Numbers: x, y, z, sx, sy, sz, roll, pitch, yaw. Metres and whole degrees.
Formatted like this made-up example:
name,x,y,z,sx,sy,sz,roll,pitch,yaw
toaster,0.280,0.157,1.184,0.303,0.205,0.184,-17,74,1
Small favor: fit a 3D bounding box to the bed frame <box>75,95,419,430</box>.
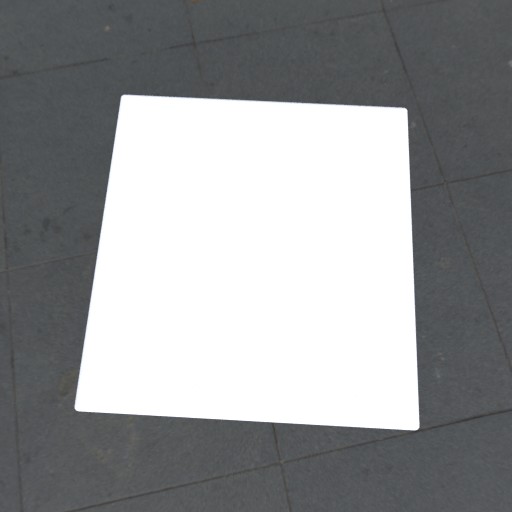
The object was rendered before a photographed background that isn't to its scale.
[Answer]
name,x,y,z,sx,sy,sz,roll,pitch,yaw
bed frame,0.000,0.000,2.966,1.935,0.525,2.033,3,75,1
